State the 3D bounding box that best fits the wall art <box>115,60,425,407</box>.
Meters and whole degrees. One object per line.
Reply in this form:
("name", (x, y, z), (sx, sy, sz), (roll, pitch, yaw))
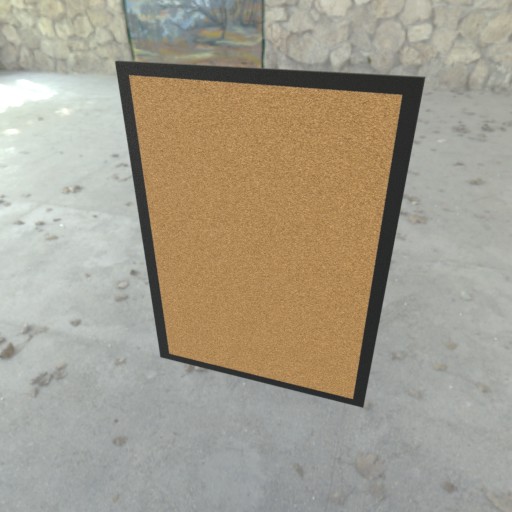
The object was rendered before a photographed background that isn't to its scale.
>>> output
("wall art", (0.000, 0.000, 1.226), (0.707, 0.967, 0.013), (10, 33, 15))
